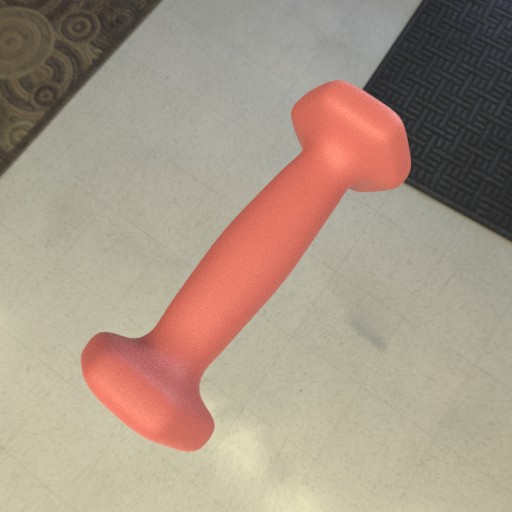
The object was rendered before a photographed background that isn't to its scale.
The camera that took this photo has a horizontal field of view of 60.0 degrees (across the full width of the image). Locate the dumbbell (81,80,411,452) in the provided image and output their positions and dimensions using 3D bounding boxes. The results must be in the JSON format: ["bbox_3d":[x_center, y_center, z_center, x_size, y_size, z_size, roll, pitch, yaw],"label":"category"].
[{"bbox_3d":[0.000,0.000,0.144,0.047,0.043,0.123,37,78,9],"label":"dumbbell"}]
